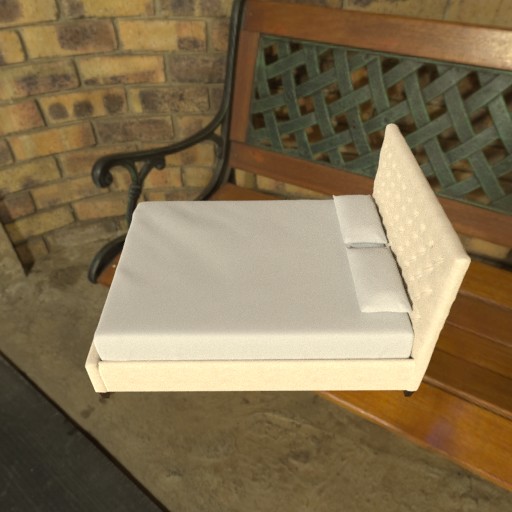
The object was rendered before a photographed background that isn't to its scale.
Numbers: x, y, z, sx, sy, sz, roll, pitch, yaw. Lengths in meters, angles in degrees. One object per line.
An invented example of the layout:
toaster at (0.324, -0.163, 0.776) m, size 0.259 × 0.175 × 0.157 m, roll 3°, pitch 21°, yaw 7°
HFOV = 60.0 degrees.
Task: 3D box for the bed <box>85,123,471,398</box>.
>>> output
bed at (0.000, 0.000, 3.492) m, size 2.387 × 1.427 × 1.698 m, roll 0°, pitch 42°, yaw 0°
